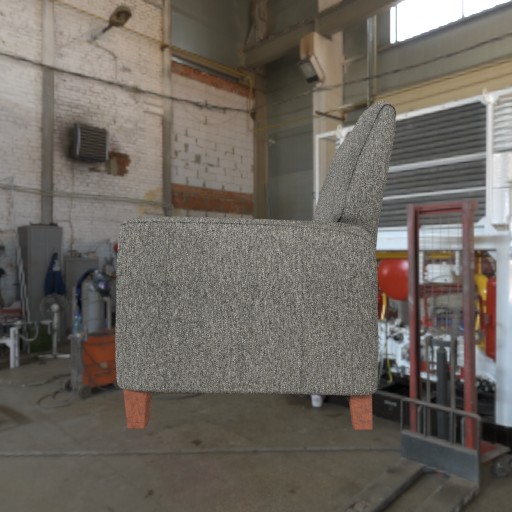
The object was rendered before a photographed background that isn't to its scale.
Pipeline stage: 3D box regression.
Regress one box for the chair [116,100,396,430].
[{"bbox_3d":[0.000,0.000,1.667,0.864,1.014,0.848,0,0,1],"label":"chair"}]
